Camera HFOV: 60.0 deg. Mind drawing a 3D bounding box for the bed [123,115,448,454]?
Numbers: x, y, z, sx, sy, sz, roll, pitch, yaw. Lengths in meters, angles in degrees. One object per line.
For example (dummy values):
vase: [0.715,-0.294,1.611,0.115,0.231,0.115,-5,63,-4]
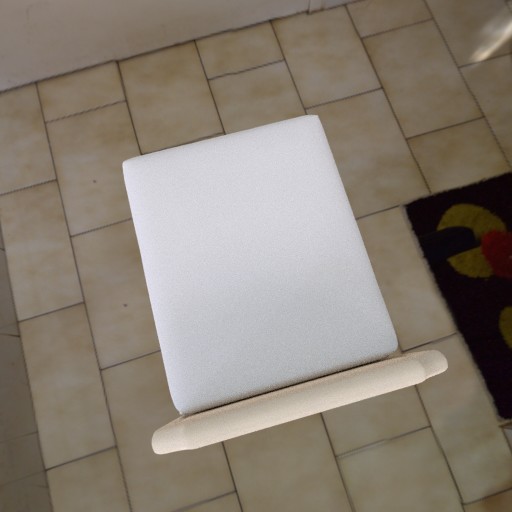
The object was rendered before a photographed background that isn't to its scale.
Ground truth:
bed: [0.000,0.000,3.278,1.827,1.296,2.209,-15,75,-4]
